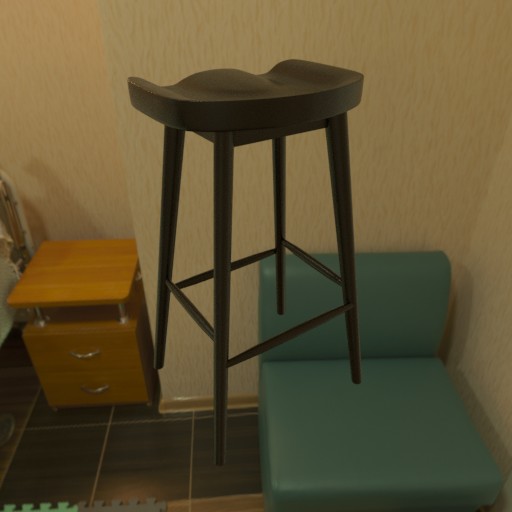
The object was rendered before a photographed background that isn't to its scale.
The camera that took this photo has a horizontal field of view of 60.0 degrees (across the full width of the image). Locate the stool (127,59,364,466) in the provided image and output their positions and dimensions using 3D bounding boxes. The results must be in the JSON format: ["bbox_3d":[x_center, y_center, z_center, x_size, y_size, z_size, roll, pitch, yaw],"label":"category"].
[{"bbox_3d":[0.000,0.000,0.988,0.440,0.749,0.361,-19,37,-28],"label":"stool"}]
